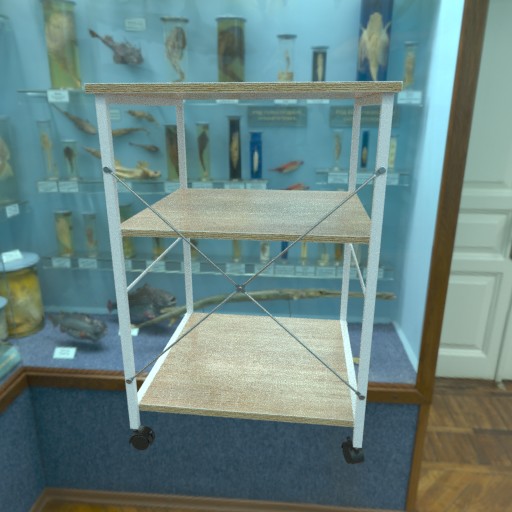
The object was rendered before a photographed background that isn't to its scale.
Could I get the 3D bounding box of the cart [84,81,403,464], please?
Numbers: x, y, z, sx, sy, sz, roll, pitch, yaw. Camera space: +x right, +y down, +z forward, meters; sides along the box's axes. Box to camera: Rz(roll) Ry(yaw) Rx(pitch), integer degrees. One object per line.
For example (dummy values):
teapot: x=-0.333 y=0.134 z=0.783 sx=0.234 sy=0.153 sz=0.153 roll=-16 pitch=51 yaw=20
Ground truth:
cart: x=0.000 y=0.000 z=1.081 sx=0.521 sy=0.762 sz=0.520 roll=2 pitch=18 yaw=6
